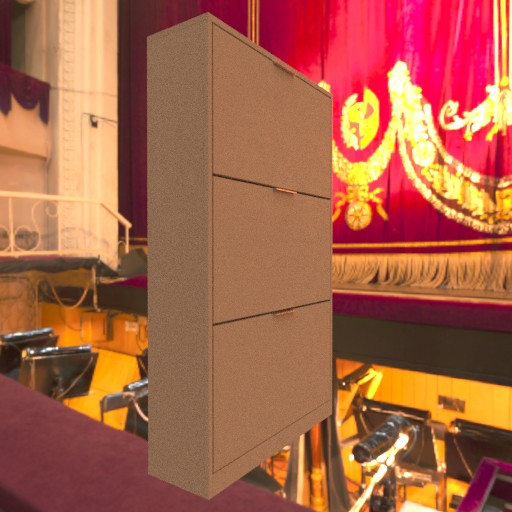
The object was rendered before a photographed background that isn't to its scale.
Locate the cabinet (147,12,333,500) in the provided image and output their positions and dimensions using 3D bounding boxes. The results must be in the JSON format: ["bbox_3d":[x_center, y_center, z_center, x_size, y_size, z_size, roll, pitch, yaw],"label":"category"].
[{"bbox_3d":[0.000,0.000,1.533,0.250,1.280,0.750,1,1,35],"label":"cabinet"}]
